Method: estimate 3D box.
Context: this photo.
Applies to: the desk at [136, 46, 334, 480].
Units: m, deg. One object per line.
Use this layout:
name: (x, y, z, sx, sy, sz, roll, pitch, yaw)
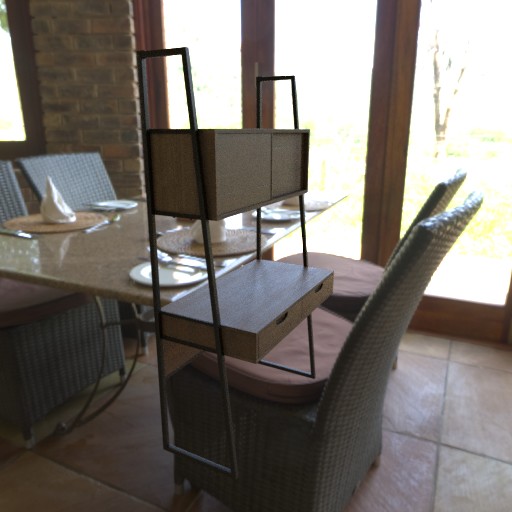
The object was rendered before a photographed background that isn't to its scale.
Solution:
desk: (0.000, 0.000, 2.237, 0.515, 1.809, 0.982, 8, 18, 28)
